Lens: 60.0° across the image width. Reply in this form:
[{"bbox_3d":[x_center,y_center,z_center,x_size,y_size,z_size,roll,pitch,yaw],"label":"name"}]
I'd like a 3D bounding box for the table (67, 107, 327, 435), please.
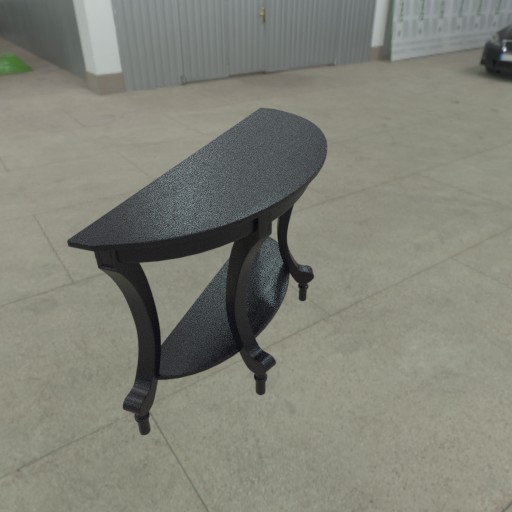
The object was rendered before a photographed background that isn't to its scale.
[{"bbox_3d":[0.000,0.000,1.518,0.394,0.692,1.198,11,34,17],"label":"table"}]
